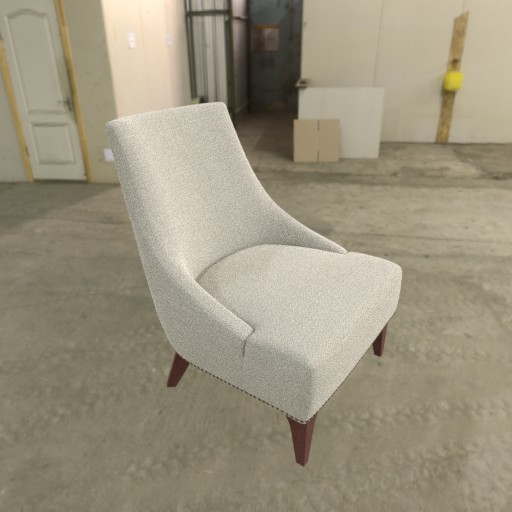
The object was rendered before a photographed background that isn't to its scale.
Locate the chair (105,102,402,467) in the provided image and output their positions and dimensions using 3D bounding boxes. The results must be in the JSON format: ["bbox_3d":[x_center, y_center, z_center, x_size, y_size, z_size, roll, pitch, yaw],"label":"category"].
[{"bbox_3d":[0.000,0.000,1.531,0.861,0.909,0.701,18,32,31],"label":"chair"}]
